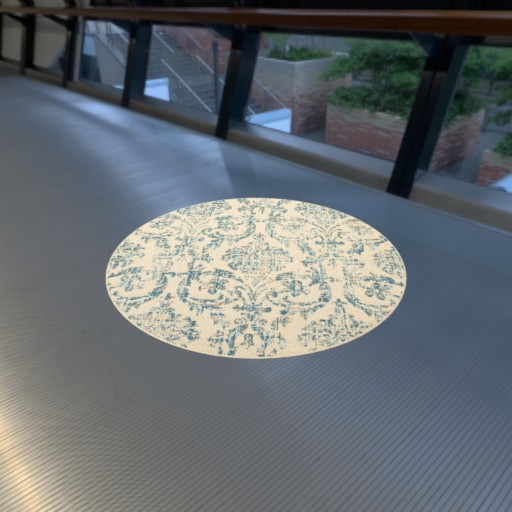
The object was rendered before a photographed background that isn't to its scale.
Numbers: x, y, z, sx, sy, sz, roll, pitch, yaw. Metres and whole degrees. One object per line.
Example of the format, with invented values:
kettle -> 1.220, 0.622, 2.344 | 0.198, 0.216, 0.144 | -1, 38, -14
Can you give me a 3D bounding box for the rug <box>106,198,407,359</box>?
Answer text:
rug -> 0.000, 0.000, 2.443 | 1.593, 0.012, 1.593 | 0, 31, 0
